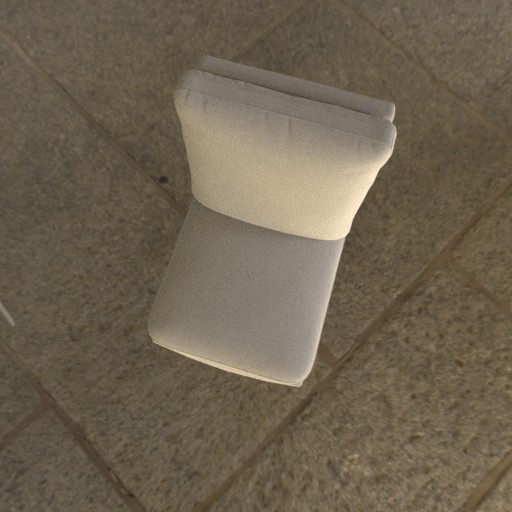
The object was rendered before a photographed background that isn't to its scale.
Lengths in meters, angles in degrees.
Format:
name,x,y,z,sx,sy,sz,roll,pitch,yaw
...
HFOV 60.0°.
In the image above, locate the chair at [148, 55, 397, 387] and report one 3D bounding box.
name,x,y,z,sx,sy,sz,roll,pitch,yaw
chair,0.000,0.000,1.332,0.503,0.927,0.698,16,76,4
